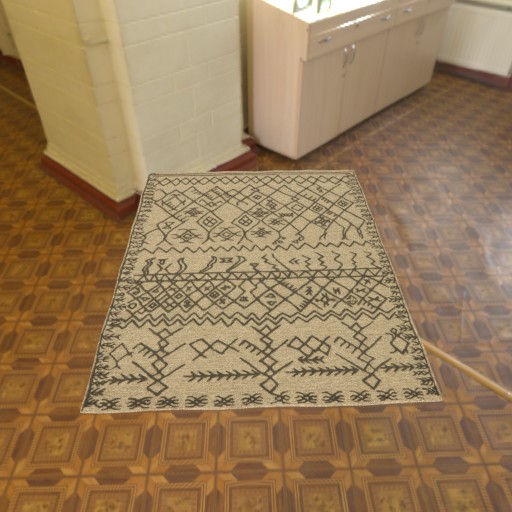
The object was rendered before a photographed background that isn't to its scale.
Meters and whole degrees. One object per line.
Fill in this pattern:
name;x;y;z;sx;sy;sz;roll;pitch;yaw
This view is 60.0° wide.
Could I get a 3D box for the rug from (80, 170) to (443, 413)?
rug;0.000;0.000;3.284;1.964;0.025;2.455;-1;41;-1
